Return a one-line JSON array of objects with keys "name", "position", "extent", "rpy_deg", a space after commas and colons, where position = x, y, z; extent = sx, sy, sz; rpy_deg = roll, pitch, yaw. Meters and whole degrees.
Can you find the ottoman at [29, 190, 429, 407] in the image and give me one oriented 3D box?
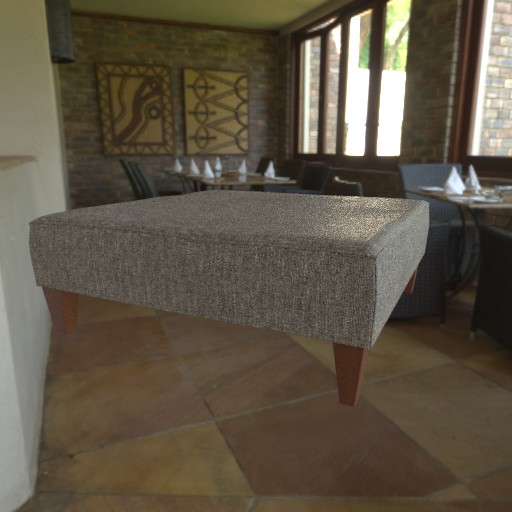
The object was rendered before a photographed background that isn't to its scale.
[{"name": "ottoman", "position": [0.000, 0.000, 1.508], "extent": [1.016, 0.379, 0.981], "rpy_deg": [7, 15, 26]}]
